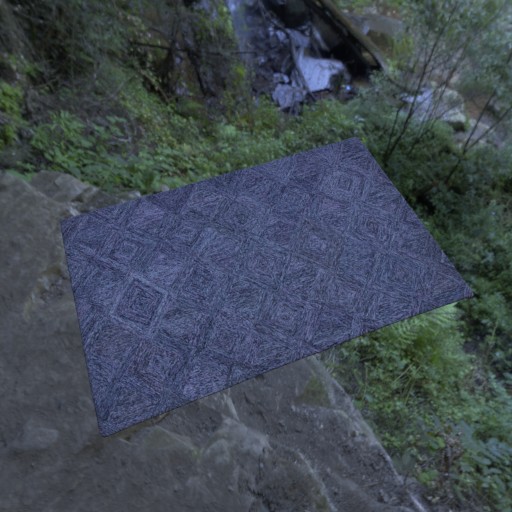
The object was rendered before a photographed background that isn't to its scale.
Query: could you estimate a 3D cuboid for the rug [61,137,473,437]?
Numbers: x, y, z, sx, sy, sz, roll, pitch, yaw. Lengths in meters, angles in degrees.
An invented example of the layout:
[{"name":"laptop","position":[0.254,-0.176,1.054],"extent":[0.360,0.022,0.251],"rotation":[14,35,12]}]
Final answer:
[{"name":"rug","position":[0.000,0.000,2.193],"extent":[1.752,0.013,1.158],"rotation":[-18,59,-11]}]
